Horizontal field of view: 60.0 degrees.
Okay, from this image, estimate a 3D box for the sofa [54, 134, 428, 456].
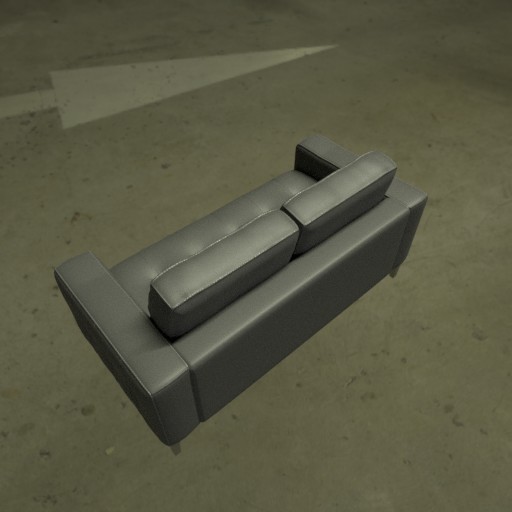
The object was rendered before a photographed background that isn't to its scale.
[{"bbox_3d":[0.000,0.000,2.261,1.726,0.892,0.833,-32,55,-27],"label":"sofa"}]
